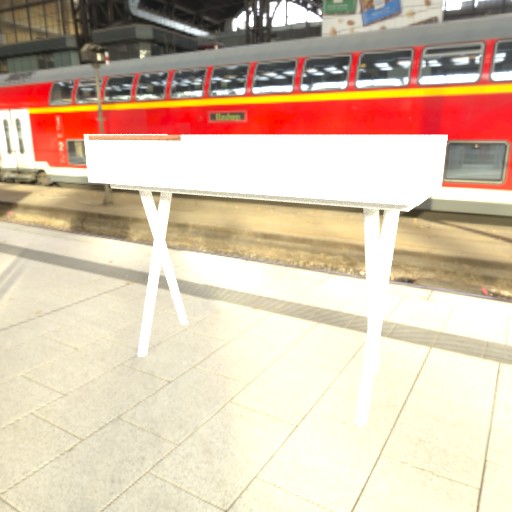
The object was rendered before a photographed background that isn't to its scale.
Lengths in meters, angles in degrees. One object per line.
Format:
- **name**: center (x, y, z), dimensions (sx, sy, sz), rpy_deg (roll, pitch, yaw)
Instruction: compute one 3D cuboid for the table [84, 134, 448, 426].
- **table**: center (0.000, 0.000, 1.485), dimensions (1.066, 0.785, 0.418), rpy_deg (8, 17, 28)
